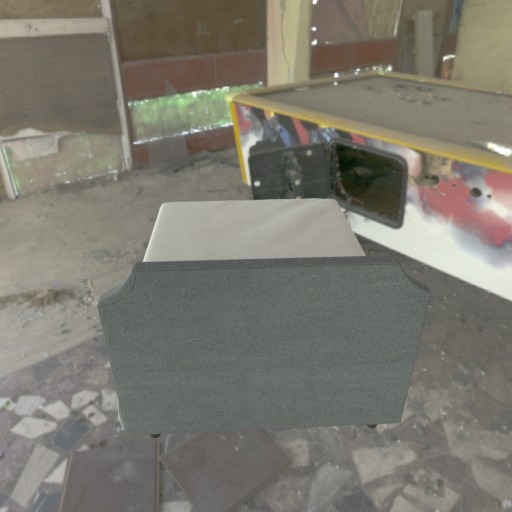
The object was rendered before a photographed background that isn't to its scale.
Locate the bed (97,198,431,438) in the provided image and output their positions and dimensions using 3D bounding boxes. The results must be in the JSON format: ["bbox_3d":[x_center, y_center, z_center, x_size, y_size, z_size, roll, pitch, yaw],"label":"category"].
[{"bbox_3d":[0.000,0.000,3.665,1.977,1.306,2.464,-2,30,-3],"label":"bed"}]
